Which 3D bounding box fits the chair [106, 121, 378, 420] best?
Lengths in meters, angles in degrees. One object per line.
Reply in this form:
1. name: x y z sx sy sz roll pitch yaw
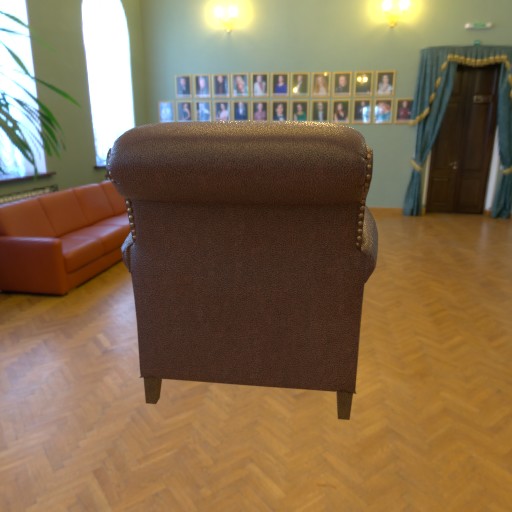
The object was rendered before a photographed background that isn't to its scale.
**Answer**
1. chair: 0.000 0.000 1.615 0.854 0.927 0.890 2 16 7
